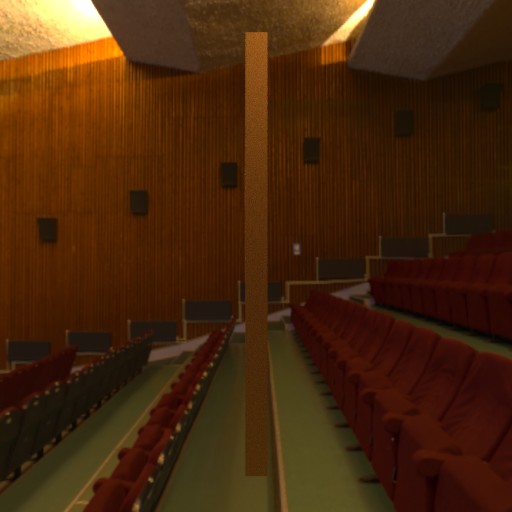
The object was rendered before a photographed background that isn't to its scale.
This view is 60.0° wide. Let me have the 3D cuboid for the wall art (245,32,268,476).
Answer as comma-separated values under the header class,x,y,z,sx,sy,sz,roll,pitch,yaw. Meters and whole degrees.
class,x,y,z,sx,sy,sz,roll,pitch,yaw
wall art,0.000,0.000,1.142,0.038,0.762,0.762,0,-1,0
